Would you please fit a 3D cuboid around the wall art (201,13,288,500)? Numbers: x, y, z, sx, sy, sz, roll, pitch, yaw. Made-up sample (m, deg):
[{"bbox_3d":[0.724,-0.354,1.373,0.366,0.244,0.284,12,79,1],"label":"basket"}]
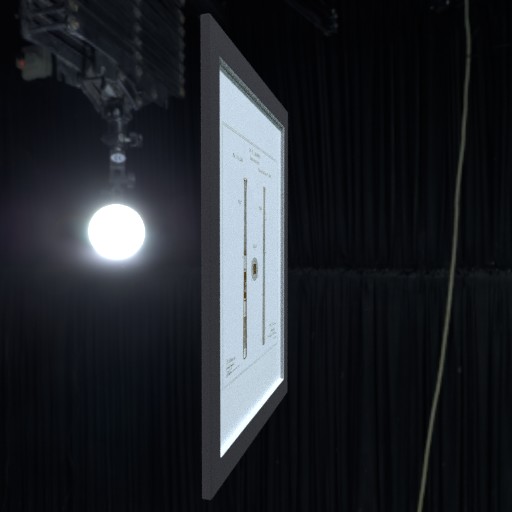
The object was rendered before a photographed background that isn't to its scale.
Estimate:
[{"bbox_3d":[0.000,0.000,0.661,0.012,0.529,0.374,0,2,17],"label":"wall art"}]
